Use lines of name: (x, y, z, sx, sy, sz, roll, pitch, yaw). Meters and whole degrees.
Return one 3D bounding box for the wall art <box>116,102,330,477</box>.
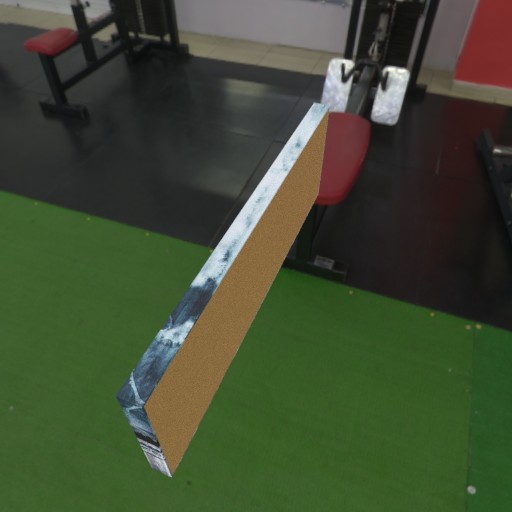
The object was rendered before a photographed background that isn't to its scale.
wall art: (0.000, 0.000, 0.844, 0.037, 0.251, 0.759, 17, 49, 15)
